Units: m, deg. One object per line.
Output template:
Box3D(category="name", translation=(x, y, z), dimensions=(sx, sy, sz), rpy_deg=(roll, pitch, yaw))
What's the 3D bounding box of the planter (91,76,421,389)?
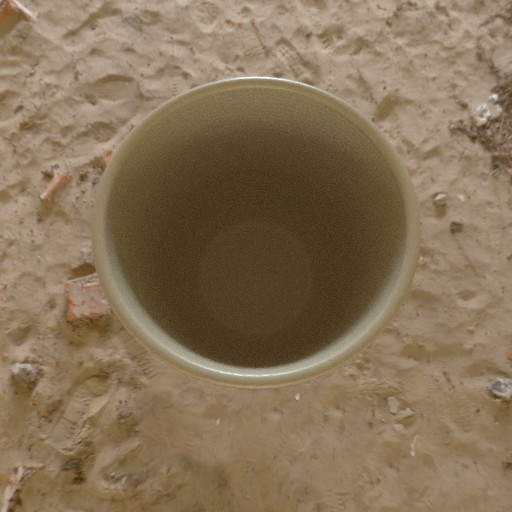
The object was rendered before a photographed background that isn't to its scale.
Box3D(category="planter", translation=(0.000, 0.000, 0.368), dimensions=(0.206, 0.190, 0.206), rpy_deg=(0, 75, 0))
